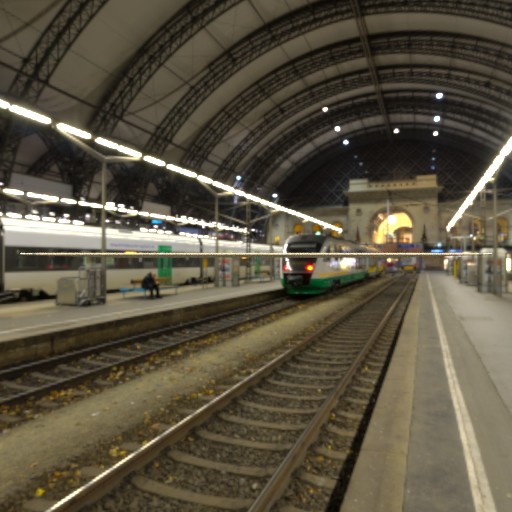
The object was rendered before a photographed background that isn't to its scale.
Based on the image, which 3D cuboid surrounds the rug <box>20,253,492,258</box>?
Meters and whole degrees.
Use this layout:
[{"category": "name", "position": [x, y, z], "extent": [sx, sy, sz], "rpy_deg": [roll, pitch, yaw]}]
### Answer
[{"category": "rug", "position": [0.000, 0.000, 3.049], "extent": [2.438, 0.010, 1.524], "rpy_deg": [0, -1, -1]}]
